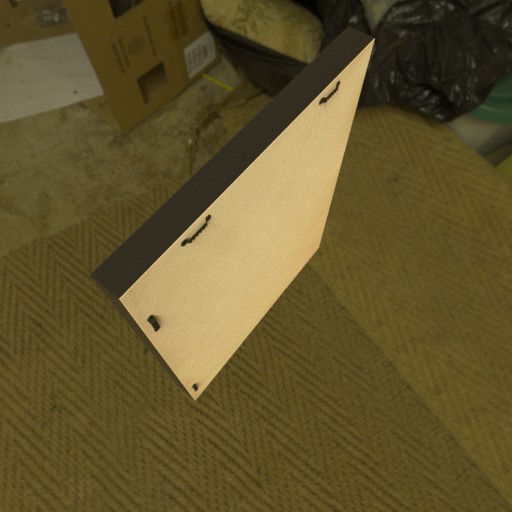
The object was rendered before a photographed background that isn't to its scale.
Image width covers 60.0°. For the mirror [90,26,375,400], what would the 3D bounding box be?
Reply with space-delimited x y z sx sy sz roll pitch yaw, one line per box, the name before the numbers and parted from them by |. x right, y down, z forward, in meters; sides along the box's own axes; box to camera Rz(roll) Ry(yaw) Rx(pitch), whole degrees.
mirror | 0.000 0.000 0.666 0.041 0.509 0.406 35 68 16
